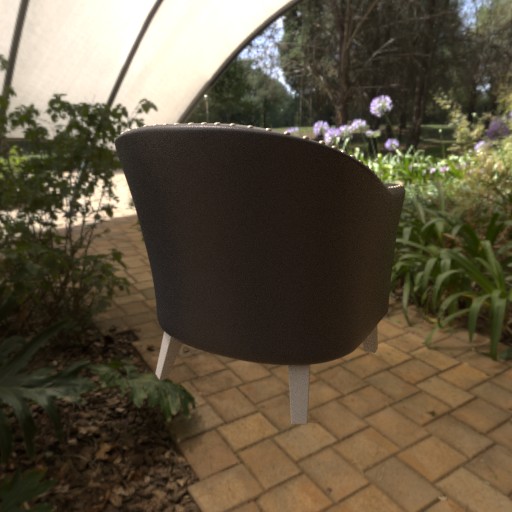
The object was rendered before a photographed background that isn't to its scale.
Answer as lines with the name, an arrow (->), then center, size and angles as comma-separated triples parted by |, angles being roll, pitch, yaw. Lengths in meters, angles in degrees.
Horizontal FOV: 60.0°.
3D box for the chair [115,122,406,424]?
chair -> 0.000, 0.000, 1.454 | 0.794, 0.823, 0.748 | 8, 17, 28
